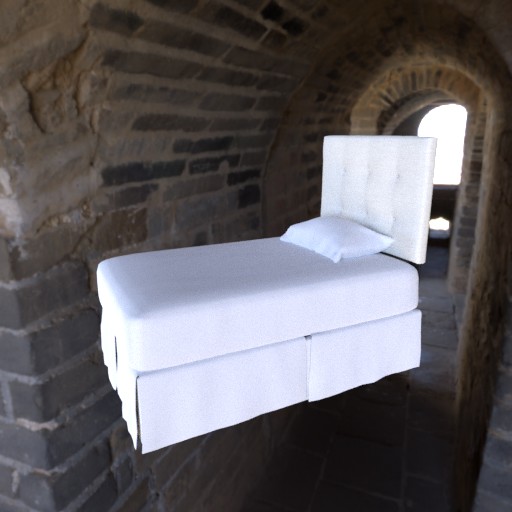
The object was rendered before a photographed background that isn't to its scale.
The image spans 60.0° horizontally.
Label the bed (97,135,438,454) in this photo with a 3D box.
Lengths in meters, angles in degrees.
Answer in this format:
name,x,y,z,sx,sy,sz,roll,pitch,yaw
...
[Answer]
name,x,y,z,sx,sy,sz,roll,pitch,yaw
bed,0.000,0.000,3.004,1.997,1.571,1.261,-8,17,-25
